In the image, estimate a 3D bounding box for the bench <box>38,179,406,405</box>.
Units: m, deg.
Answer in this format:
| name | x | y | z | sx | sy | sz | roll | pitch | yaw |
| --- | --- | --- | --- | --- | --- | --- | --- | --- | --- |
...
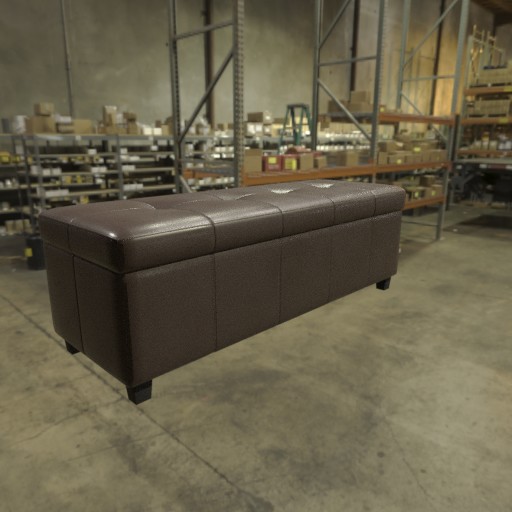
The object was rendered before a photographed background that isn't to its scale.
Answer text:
| name | x | y | z | sx | sy | sz | roll | pitch | yaw |
| --- | --- | --- | --- | --- | --- | --- | --- | --- | --- |
| bench | 0.000 | 0.000 | 1.476 | 1.219 | 0.417 | 0.450 | -15 | 21 | -43 |
